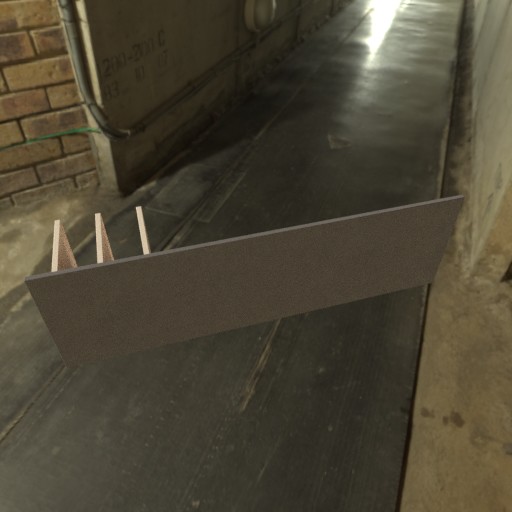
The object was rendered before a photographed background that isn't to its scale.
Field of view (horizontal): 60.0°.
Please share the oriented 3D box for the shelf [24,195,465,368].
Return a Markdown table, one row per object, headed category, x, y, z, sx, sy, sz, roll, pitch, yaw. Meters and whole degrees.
| category | x | y | z | sx | sy | sz | roll | pitch | yaw |
| --- | --- | --- | --- | --- | --- | --- | --- | --- | --- |
| shelf | 0.000 | 0.000 | 1.158 | 1.020 | 0.300 | 0.200 | -11 | 43 | -12 |
